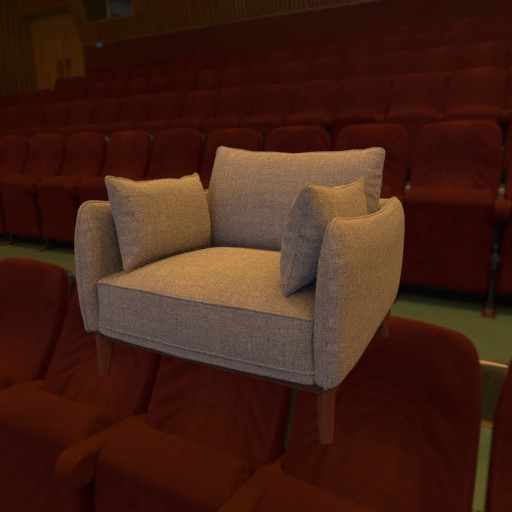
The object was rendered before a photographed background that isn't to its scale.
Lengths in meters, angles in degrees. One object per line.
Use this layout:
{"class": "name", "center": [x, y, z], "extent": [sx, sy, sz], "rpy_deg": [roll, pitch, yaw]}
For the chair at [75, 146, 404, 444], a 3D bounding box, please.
{"class": "chair", "center": [0.000, 0.000, 1.725], "extent": [0.993, 0.839, 0.976], "rpy_deg": [7, 15, 26]}
